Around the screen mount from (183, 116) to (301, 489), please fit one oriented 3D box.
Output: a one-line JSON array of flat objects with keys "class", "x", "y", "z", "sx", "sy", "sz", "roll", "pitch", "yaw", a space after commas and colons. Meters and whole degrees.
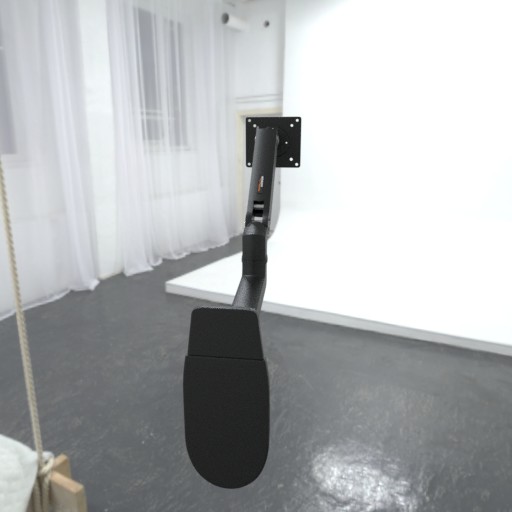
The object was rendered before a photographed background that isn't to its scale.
[{"class": "screen mount", "x": 0.000, "y": 0.000, "z": 0.725, "sx": 0.115, "sy": 0.466, "sz": 0.495, "roll": 2, "pitch": 14, "yaw": 8}]
